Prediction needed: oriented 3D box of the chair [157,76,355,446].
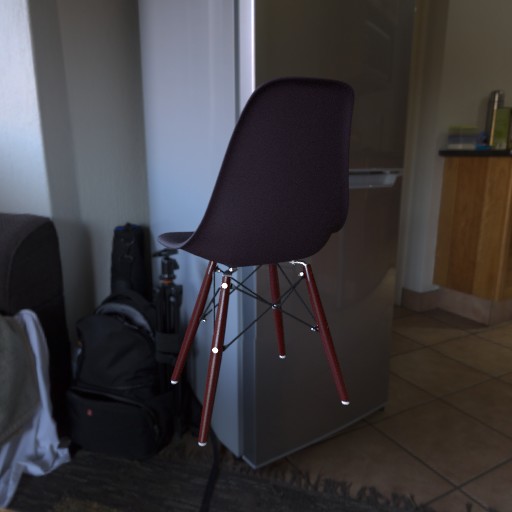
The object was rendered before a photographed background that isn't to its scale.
[{"bbox_3d":[0.000,0.000,1.186,0.470,0.826,0.533,-7,15,-26],"label":"chair"}]
